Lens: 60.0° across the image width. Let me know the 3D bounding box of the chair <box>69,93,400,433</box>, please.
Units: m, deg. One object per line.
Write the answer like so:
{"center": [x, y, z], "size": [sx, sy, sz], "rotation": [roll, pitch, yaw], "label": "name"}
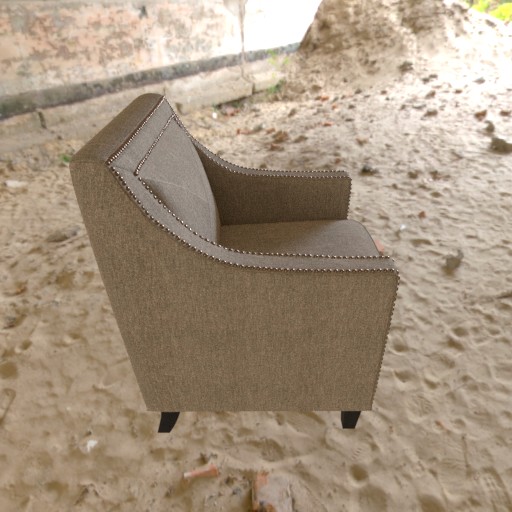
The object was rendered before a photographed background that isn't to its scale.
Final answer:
{"center": [0.000, 0.000, 1.570], "size": [0.884, 0.967, 0.776], "rotation": [0, 31, 0], "label": "chair"}
